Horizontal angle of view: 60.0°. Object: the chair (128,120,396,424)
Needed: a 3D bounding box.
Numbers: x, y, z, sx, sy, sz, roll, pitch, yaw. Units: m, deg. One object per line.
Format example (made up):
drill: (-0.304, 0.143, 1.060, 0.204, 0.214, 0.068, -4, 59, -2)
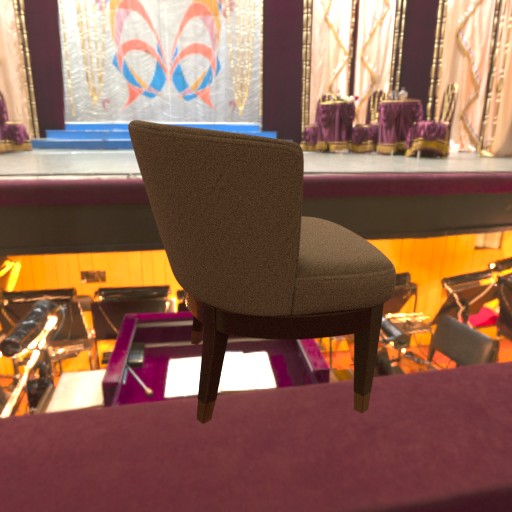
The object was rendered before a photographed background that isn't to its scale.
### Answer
chair: (0.000, 0.000, 1.299, 0.660, 0.760, 0.700, -3, 16, -10)
